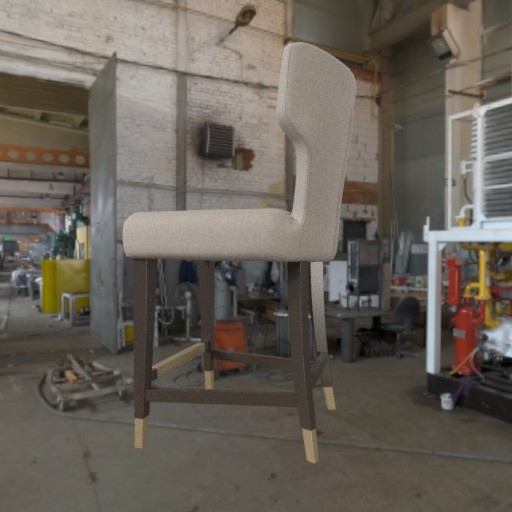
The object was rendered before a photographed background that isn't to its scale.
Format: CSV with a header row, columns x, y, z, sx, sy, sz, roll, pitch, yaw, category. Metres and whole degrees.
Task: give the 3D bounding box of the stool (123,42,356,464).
x,y,z,sx,sy,sz,roll,pitch,yaw,category
0.000,0.000,1.287,0.563,0.982,0.527,0,1,17,stool
